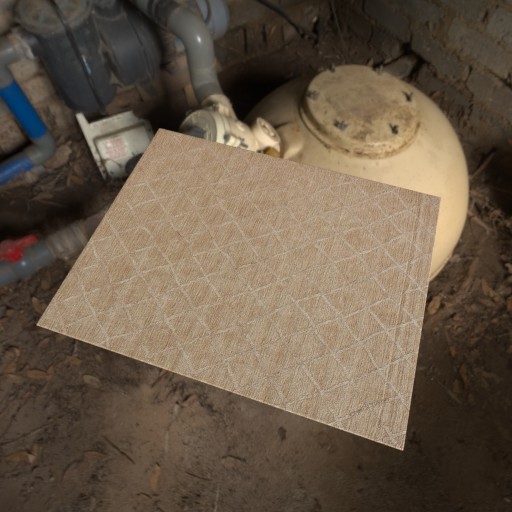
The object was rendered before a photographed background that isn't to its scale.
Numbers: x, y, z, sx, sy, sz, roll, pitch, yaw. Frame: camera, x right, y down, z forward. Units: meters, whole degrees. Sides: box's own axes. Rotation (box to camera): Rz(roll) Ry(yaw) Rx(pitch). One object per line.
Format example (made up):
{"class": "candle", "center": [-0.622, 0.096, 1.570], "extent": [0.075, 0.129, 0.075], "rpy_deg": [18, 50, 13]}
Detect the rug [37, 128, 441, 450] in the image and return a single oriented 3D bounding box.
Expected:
{"class": "rug", "center": [0.000, 0.000, 4.022], "extent": [3.039, 0.019, 2.420], "rpy_deg": [16, 60, 9]}
